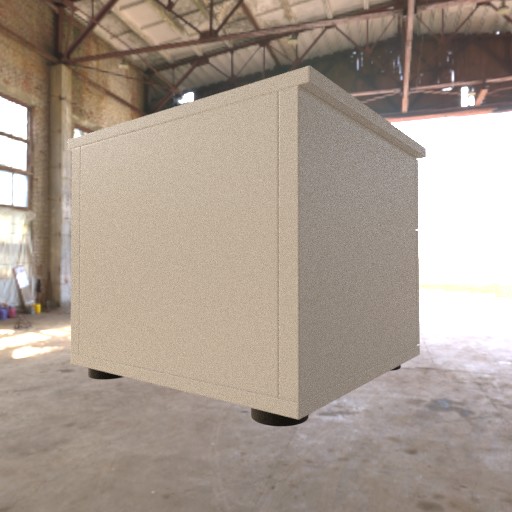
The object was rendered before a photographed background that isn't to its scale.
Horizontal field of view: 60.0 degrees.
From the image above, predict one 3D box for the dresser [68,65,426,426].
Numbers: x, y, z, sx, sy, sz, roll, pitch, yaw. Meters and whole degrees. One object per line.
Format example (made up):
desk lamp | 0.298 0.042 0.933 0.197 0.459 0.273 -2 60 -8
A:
dresser | 0.000 0.000 0.715 0.430 0.360 0.400 -1 -1 37
